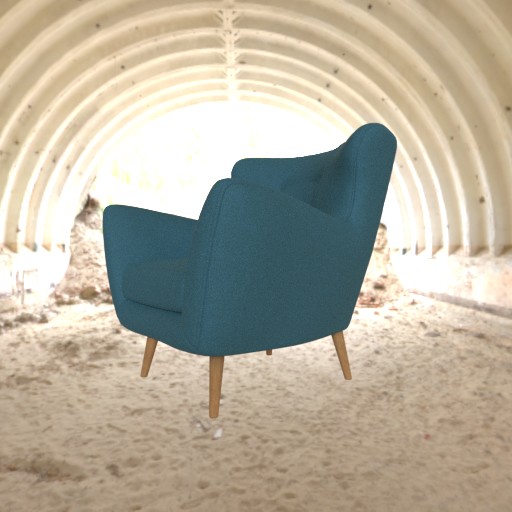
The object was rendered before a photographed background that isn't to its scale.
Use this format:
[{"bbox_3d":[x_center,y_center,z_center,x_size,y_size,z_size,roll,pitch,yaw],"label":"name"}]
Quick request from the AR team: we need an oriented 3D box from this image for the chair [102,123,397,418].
[{"bbox_3d":[0.000,0.000,1.631,0.889,0.889,0.890,-1,1,-37],"label":"chair"}]
